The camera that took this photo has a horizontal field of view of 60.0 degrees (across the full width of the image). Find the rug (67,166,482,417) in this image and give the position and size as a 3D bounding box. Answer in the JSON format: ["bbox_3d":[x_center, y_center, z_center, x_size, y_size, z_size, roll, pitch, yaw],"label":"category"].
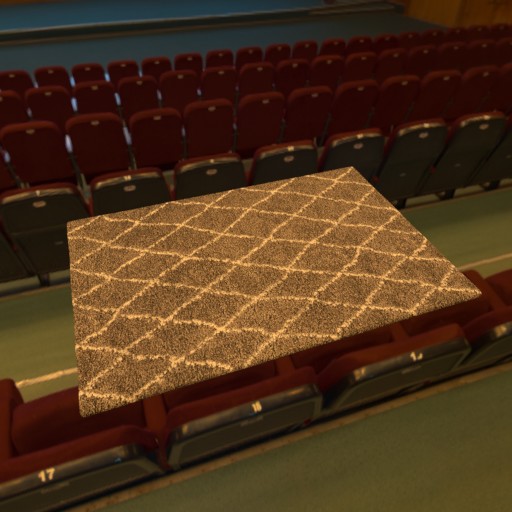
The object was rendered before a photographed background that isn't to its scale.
[{"bbox_3d":[0.000,0.000,2.242,1.778,0.030,1.219,-13,43,-15],"label":"rug"}]
